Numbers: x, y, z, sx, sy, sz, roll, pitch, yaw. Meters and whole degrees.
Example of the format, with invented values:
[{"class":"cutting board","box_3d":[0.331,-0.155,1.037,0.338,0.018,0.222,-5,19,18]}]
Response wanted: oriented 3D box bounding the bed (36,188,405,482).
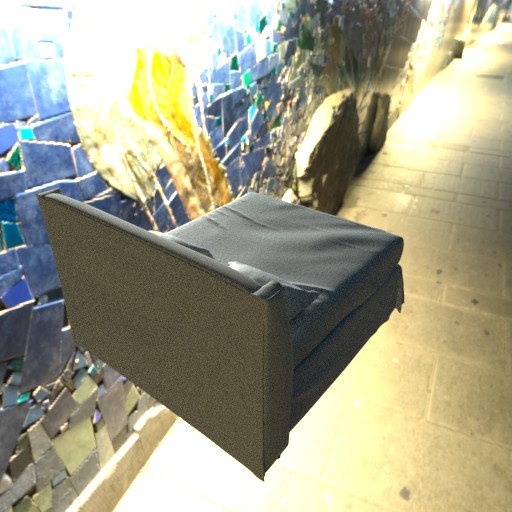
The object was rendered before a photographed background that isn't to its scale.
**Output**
[{"class":"bed","box_3d":[0.000,0.000,3.467,1.925,1.332,2.276,22,37,32]}]
